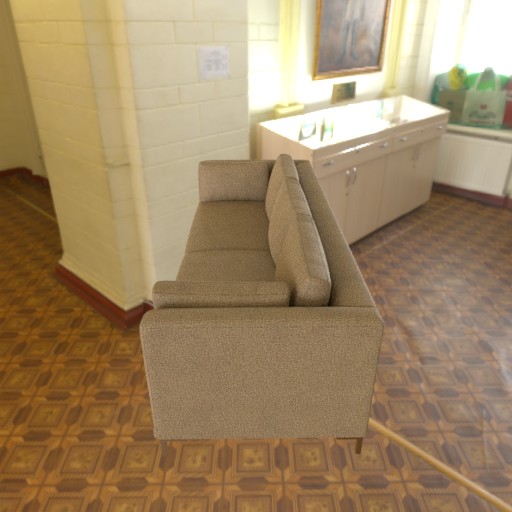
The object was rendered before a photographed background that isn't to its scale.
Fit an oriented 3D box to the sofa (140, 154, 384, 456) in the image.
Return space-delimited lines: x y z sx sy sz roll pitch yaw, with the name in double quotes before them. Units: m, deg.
"sofa" 0.000 0.000 2.927 0.969 0.867 2.415 0 27 -1
